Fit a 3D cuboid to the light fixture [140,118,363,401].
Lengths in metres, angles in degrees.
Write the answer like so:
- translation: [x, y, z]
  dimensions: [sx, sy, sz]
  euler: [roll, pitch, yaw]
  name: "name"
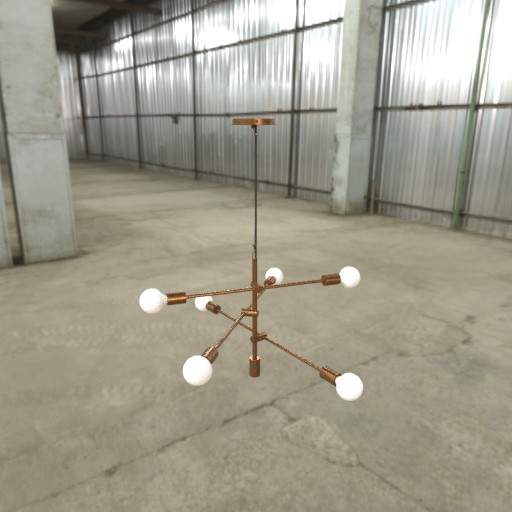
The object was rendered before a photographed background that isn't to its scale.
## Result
- translation: [0.000, 0.000, 1.259]
  dimensions: [0.637, 0.744, 0.682]
  euler: [-2, 16, -8]
  name: "light fixture"
